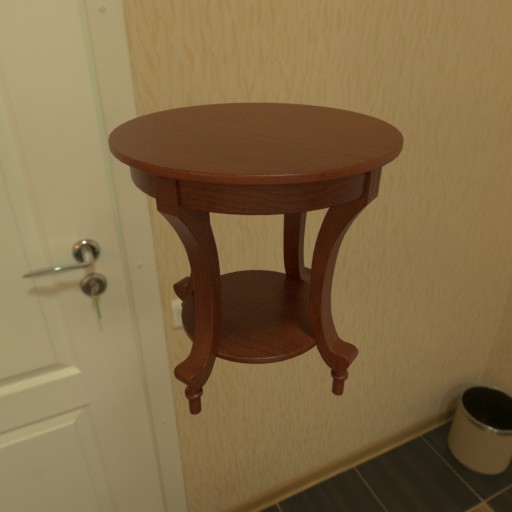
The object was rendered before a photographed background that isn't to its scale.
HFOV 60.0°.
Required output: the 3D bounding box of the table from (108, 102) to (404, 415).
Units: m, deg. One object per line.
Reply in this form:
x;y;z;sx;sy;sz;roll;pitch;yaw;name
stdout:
0.000;0.000;1.079;0.597;0.612;0.597;0;29;0;table
